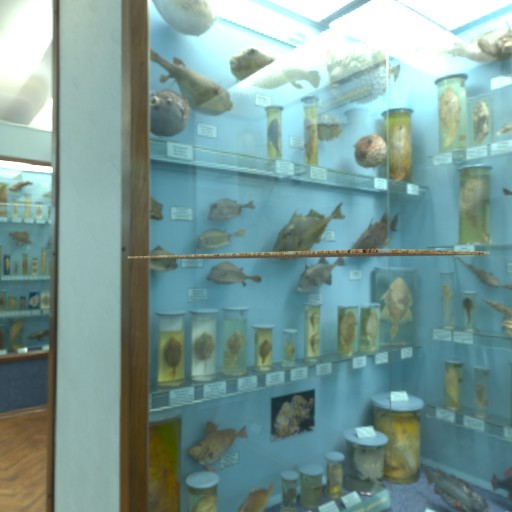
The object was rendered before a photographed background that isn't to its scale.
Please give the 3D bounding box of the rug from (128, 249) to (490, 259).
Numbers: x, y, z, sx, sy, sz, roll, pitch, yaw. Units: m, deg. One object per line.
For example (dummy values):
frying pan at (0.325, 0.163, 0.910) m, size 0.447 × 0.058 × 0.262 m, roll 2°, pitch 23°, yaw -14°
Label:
rug at (0.000, 0.000, 2.465) m, size 0.680 × 0.014 × 2.237 m, roll 1°, pitch -1°, yaw -35°
